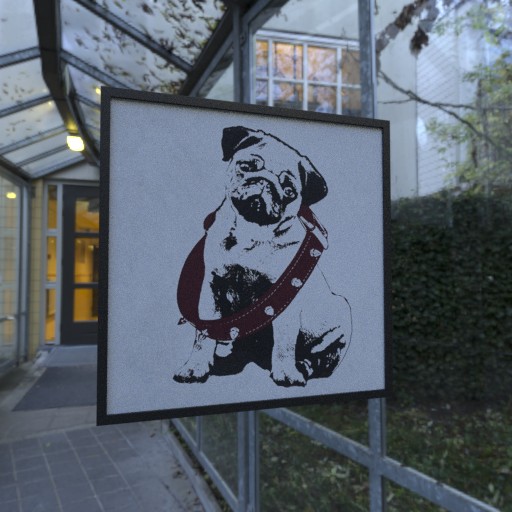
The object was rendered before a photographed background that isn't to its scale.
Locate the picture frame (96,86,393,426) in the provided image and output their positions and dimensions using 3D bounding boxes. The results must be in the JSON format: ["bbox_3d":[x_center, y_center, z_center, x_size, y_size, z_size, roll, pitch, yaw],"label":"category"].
[{"bbox_3d":[0.000,0.000,0.475,0.317,0.317,0.030,1,-2,-18],"label":"picture frame"}]
